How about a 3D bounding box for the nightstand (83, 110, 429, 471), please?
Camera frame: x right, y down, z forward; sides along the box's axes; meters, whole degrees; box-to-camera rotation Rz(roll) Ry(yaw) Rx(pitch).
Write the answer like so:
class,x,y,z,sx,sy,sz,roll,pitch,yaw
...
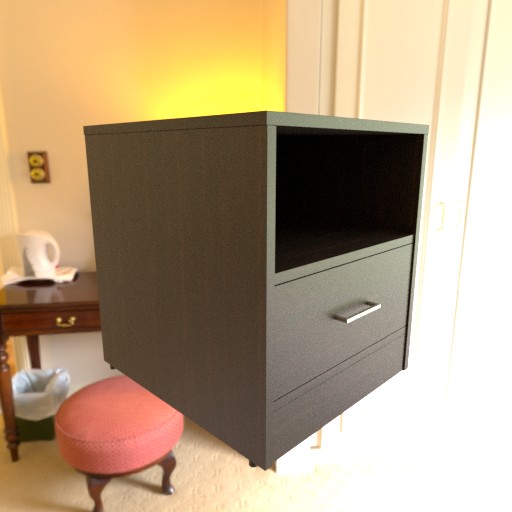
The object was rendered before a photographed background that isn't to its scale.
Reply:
class,x,y,z,sx,sy,sz,roll,pitch,yaw
nightstand,0.000,0.000,0.813,0.461,0.460,0.400,13,19,43
